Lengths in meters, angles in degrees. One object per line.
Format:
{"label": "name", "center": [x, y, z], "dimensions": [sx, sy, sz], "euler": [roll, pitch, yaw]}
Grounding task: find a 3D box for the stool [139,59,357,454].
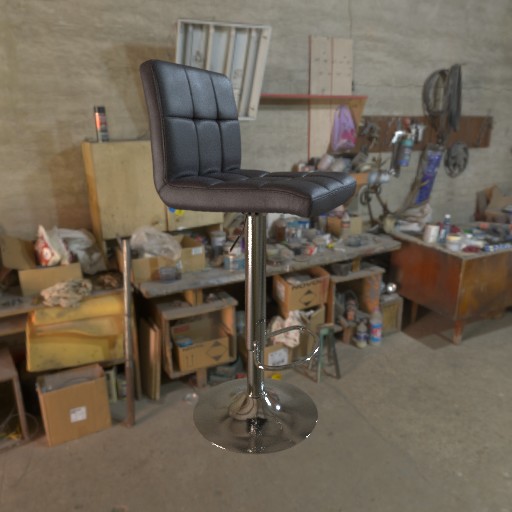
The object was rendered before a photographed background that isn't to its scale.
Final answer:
{"label": "stool", "center": [0.000, 0.000, 1.371], "dimensions": [0.505, 1.115, 0.430], "euler": [8, 17, 26]}
